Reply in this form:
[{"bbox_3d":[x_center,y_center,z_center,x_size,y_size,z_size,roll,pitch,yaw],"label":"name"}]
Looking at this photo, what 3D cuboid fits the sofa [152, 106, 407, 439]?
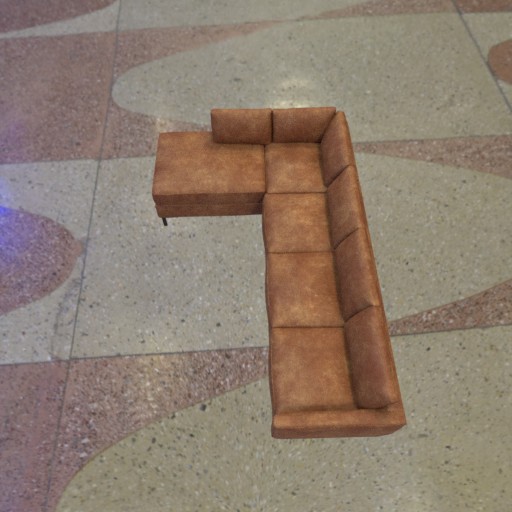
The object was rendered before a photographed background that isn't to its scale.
[{"bbox_3d":[0.000,0.000,3.892,1.938,0.877,2.984,-1,59,-1],"label":"sofa"}]
